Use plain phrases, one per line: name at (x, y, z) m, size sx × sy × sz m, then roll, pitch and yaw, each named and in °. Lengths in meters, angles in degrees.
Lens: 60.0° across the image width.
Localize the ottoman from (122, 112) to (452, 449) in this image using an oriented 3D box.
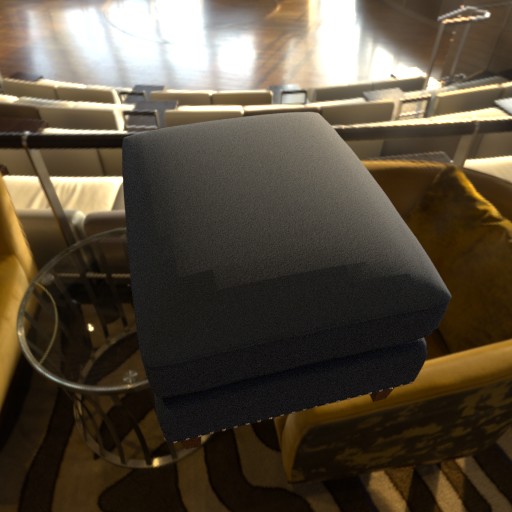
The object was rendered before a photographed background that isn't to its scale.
ottoman at (0.000, 0.000, 1.133) m, size 0.584 × 0.513 × 0.741 m, roll -10°, pitch 47°, yaw -10°
